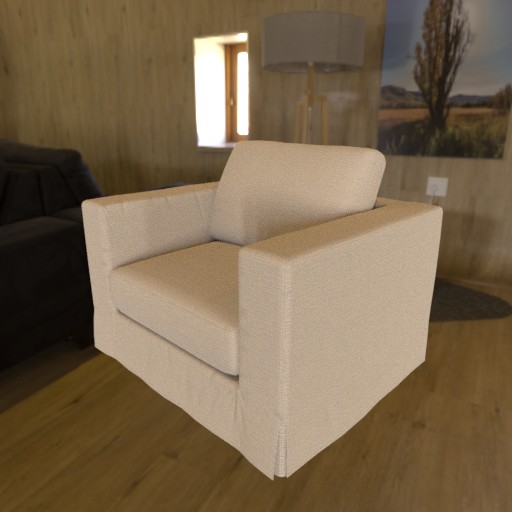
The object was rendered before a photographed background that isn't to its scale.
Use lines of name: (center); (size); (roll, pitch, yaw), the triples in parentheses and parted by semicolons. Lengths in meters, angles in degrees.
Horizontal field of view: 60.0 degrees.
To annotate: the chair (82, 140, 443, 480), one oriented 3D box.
chair: (0.000, 0.000, 1.811); (1.150, 0.878, 0.957); (17, 25, 42)
